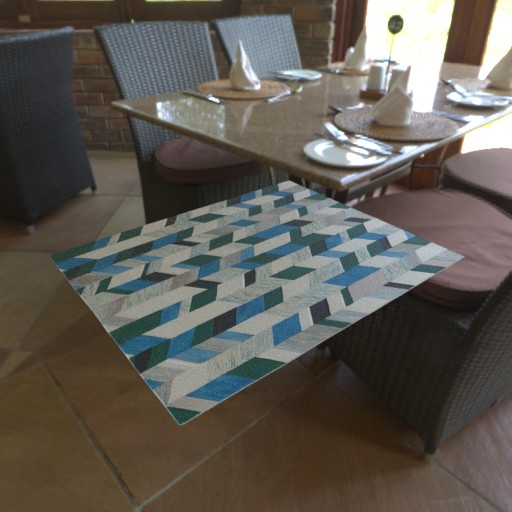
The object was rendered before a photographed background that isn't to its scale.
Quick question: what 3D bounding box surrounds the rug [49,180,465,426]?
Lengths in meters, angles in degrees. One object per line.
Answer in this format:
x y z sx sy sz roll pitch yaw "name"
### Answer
0.000 0.000 4.138 3.036 0.008 2.440 -22 38 -32 "rug"
